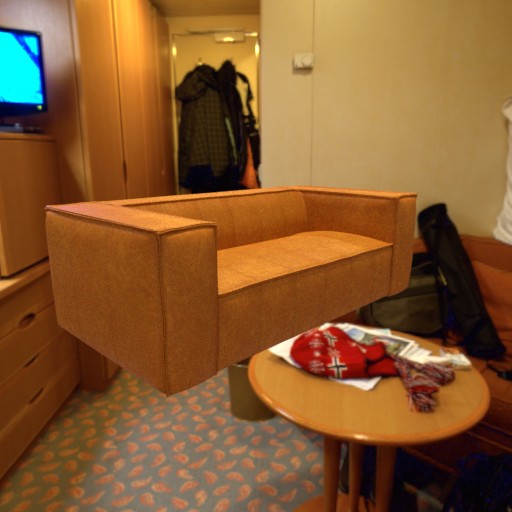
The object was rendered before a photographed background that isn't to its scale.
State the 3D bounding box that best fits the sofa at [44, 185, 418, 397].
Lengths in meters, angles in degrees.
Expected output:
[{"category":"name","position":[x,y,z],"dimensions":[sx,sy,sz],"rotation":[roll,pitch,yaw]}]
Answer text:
[{"category":"sofa","position":[0.000,0.000,2.680],"dimensions":[1.102,0.703,2.088],"rotation":[13,18,43]}]
